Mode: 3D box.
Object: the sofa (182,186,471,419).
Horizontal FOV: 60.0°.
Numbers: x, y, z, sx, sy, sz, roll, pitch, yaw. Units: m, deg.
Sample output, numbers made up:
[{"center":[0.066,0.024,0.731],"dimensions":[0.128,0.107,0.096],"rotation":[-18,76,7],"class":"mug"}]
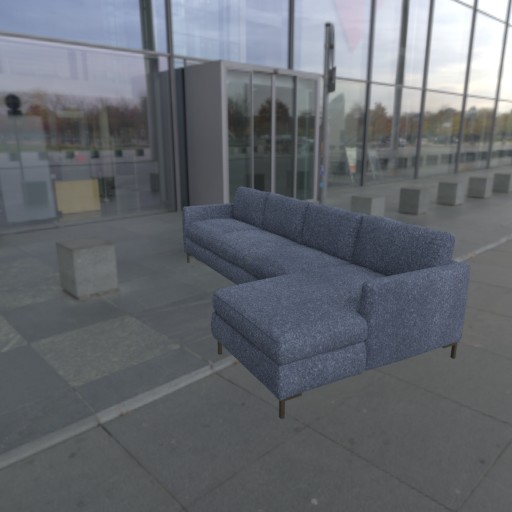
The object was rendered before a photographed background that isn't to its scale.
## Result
[{"center":[0.000,0.000,3.566],"dimensions":[1.350,0.810,2.932],"rotation":[-8,17,-27],"class":"sofa"}]
